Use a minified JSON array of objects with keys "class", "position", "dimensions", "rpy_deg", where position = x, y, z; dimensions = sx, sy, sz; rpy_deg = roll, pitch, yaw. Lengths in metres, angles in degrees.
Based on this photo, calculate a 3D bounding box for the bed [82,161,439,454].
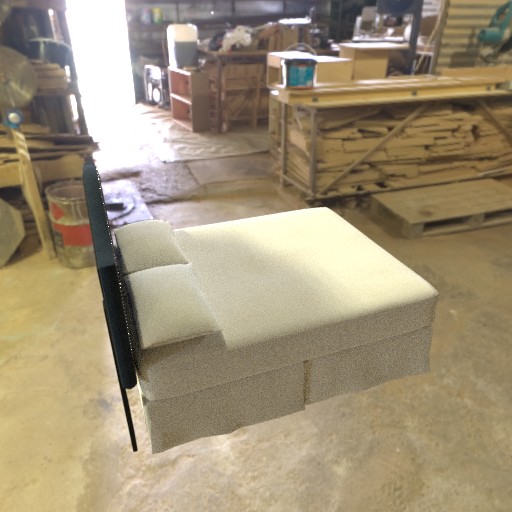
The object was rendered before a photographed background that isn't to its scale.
[{"class":"bed","position":[0.000,0.000,3.237],"dimensions":[2.153,1.518,1.713],"rpy_deg":[-11,31,-18]}]
